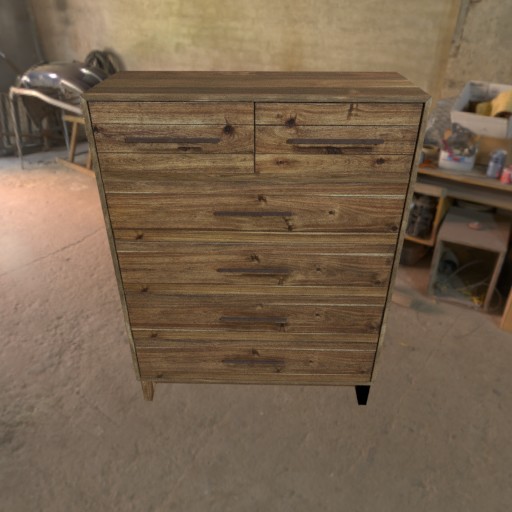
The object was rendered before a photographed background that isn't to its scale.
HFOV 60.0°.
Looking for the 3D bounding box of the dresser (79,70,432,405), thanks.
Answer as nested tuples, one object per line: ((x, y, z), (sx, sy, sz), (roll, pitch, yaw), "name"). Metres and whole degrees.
((0.000, 0.000, 1.876), (1.062, 1.393, 0.442), (1, 32, 1), "dresser")
